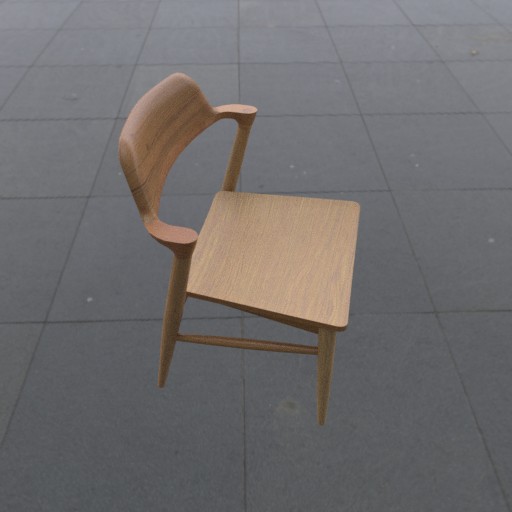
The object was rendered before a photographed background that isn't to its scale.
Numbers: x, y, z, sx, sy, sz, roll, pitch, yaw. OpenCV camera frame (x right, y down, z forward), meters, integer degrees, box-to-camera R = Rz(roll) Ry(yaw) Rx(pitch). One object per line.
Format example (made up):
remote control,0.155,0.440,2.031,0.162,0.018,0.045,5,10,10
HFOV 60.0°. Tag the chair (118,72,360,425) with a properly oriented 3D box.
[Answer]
chair,0.000,0.000,1.140,0.499,0.792,0.512,10,47,9
